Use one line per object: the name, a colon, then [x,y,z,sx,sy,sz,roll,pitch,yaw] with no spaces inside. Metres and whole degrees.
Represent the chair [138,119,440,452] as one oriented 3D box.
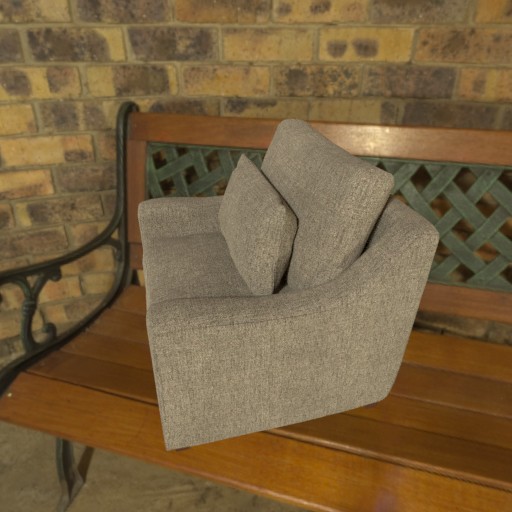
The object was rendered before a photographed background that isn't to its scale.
chair: [0.000,0.000,1.995,1.009,1.037,1.138,-8,31,-13]
